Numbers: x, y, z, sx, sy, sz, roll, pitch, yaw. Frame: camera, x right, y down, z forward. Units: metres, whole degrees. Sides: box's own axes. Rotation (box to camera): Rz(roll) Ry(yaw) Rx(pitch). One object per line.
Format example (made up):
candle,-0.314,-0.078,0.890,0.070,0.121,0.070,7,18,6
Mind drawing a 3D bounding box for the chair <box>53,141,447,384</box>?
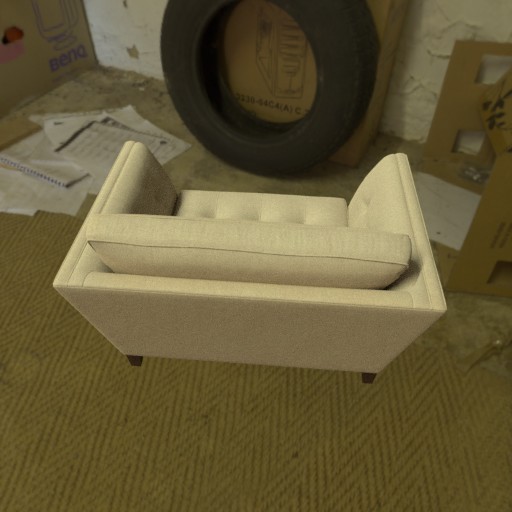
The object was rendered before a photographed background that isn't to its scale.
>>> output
chair,0.000,0.000,2.090,1.397,0.940,0.965,3,46,3
